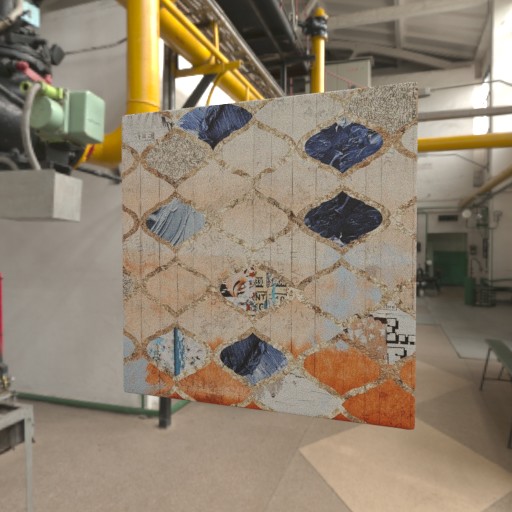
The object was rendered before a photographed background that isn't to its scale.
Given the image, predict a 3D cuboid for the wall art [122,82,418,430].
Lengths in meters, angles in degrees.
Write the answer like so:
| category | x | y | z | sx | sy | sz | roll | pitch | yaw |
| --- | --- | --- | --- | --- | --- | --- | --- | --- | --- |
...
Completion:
| category | x | y | z | sx | sy | sz | roll | pitch | yaw |
| --- | --- | --- | --- | --- | --- | --- | --- | --- | --- |
| wall art | 0.000 | 0.000 | 0.746 | 0.507 | 0.508 | 0.038 | 1 | 2 | 19 |
